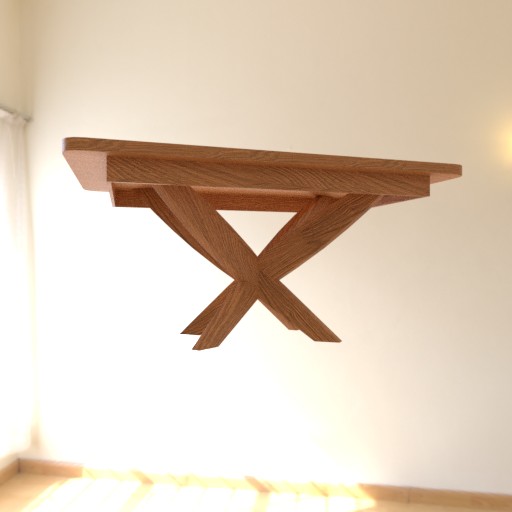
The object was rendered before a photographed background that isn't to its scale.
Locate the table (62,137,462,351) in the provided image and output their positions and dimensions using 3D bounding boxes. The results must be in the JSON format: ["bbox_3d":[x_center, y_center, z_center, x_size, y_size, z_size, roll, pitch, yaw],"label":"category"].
[{"bbox_3d":[0.000,0.000,2.102,1.600,0.770,0.950,0,0,-17],"label":"table"}]
